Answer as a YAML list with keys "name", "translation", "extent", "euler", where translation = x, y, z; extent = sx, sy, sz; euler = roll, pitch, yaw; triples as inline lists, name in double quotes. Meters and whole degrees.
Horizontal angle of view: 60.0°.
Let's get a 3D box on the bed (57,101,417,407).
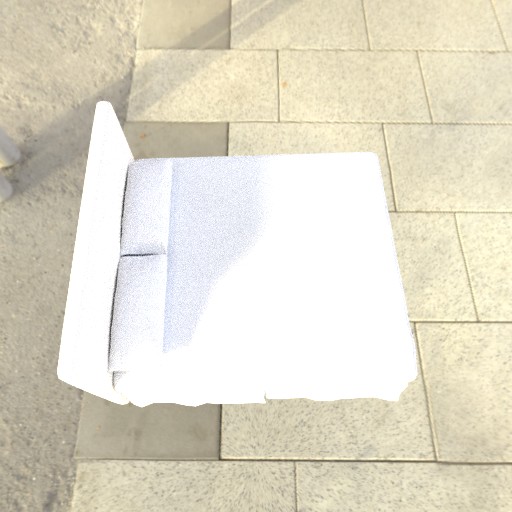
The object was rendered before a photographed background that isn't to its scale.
- name: "bed"
  translation: [0.000, 0.000, 3.480]
  extent: [2.341, 1.317, 2.119]
  euler: [-2, 65, -1]
